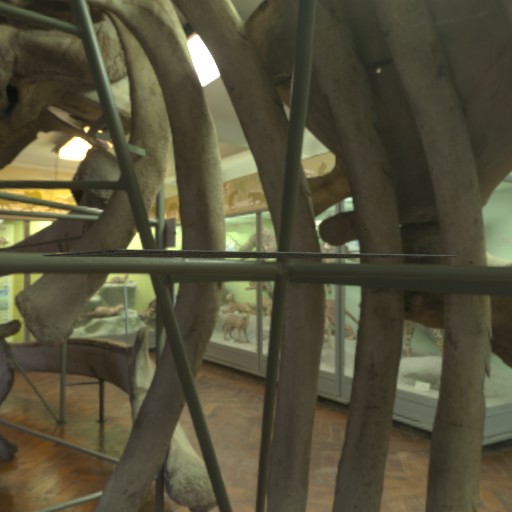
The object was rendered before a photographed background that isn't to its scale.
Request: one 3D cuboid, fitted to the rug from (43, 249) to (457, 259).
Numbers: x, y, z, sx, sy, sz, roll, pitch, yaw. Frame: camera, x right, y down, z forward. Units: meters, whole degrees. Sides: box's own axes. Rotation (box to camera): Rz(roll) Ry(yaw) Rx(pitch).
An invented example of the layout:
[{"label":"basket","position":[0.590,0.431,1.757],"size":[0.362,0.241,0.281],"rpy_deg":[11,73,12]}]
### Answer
[{"label":"rug","position":[0.000,0.000,3.107],"size":[2.476,0.011,1.554],"rpy_deg":[1,-1,-36]}]
